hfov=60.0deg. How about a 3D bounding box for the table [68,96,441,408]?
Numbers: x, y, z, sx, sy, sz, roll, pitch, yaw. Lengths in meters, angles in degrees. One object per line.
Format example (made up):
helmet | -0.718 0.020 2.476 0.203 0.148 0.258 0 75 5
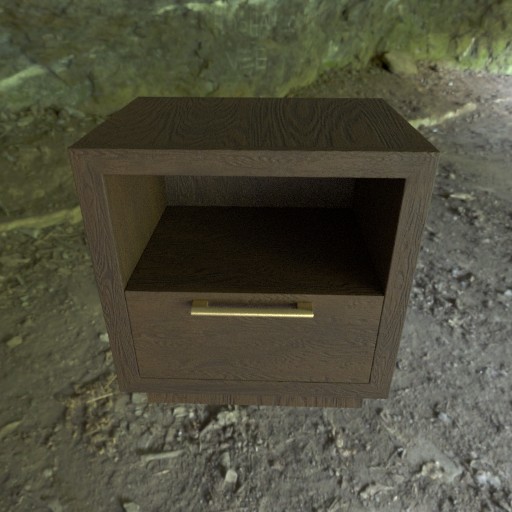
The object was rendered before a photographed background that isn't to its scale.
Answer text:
table | 0.000 0.000 0.971 0.560 0.585 0.439 1 30 2
